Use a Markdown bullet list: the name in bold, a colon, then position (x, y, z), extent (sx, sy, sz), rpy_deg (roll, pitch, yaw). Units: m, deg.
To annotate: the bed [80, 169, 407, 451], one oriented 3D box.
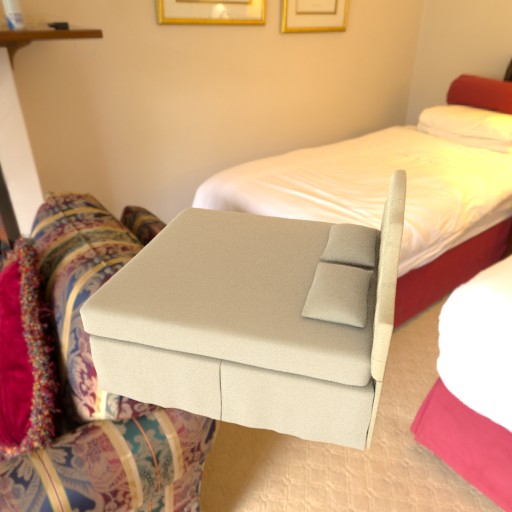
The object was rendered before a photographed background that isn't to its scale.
- **bed**: position (0.000, 0.000, 3.574), extent (2.086, 1.555, 2.012), rpy_deg (8, 30, 14)
